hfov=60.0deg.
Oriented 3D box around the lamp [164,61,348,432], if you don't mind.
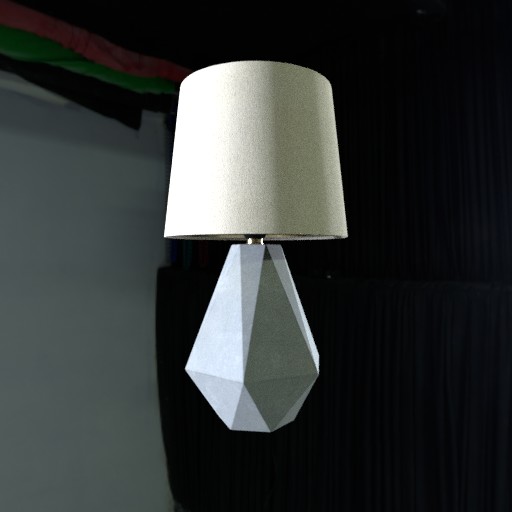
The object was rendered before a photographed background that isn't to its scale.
[{"bbox_3d":[0.000,0.000,0.682,0.276,0.501,0.276,0,0,0],"label":"lamp"}]
